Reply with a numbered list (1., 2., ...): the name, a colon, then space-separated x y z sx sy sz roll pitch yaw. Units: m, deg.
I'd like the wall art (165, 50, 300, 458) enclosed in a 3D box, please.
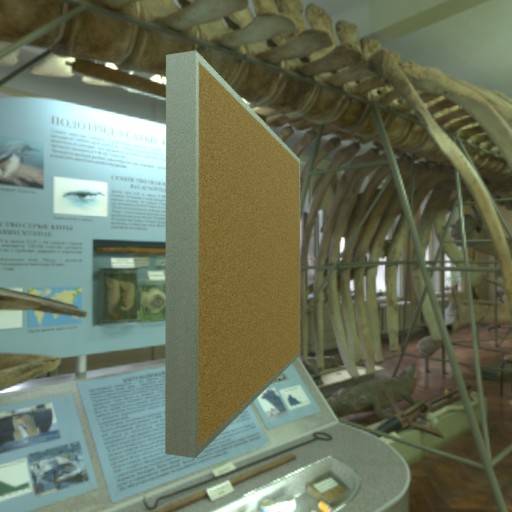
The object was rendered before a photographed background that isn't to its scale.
1. wall art: 0.000 0.000 0.760 0.037 0.450 0.557 0 -1 18
